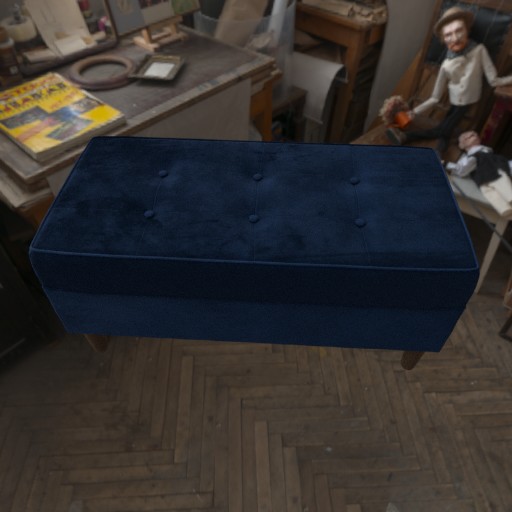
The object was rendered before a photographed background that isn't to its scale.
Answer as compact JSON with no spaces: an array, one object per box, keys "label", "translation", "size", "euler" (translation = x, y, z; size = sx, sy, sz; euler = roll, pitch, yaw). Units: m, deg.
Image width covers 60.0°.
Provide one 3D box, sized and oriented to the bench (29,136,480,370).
[{"label":"bench","translation":[0.000,0.000,1.276],"size":[1.010,0.467,0.489],"euler":[3,47,2]}]
